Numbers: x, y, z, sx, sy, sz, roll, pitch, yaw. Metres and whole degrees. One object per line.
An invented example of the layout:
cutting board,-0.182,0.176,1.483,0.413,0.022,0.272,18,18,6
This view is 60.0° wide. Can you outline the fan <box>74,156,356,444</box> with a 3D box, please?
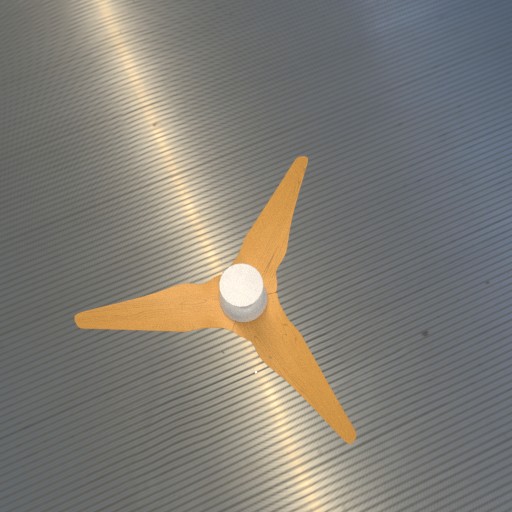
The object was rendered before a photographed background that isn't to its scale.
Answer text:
fan,0.000,0.000,1.660,1.142,0.355,1.010,20,76,5
